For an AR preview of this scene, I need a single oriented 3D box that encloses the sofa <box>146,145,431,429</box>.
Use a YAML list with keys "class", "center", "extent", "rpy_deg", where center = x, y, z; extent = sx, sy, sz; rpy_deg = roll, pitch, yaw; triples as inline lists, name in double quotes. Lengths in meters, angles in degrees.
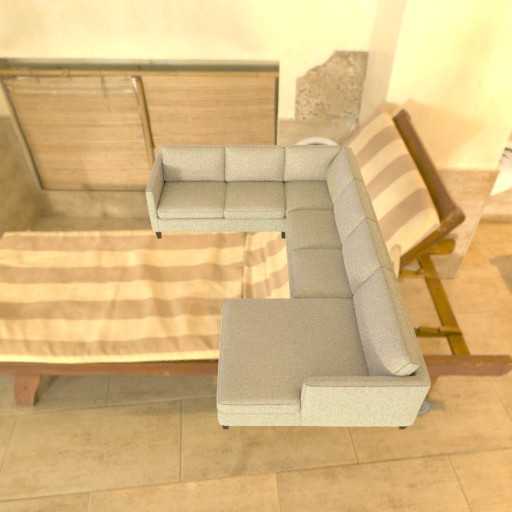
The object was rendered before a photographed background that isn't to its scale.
- class: "sofa"
  center: [0.000, 0.000, 4.564]
  extent: [2.551, 0.889, 3.403]
  rpy_deg: [0, 42, 0]
